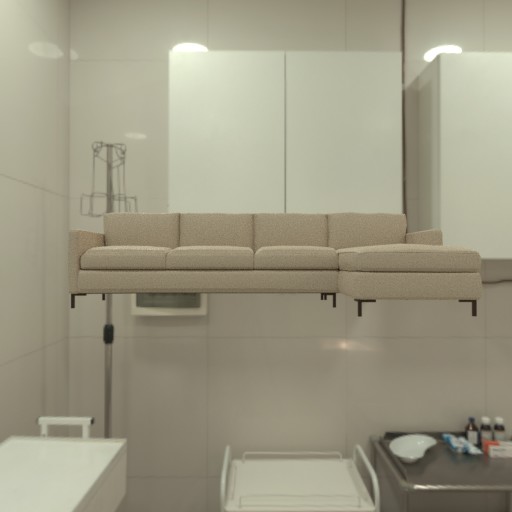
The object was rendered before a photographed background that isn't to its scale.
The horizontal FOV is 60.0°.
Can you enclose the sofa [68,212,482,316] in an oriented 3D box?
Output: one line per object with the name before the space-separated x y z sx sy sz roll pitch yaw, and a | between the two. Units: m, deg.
sofa | 0.000 0.000 3.267 2.731 0.755 1.258 0 -1 0
